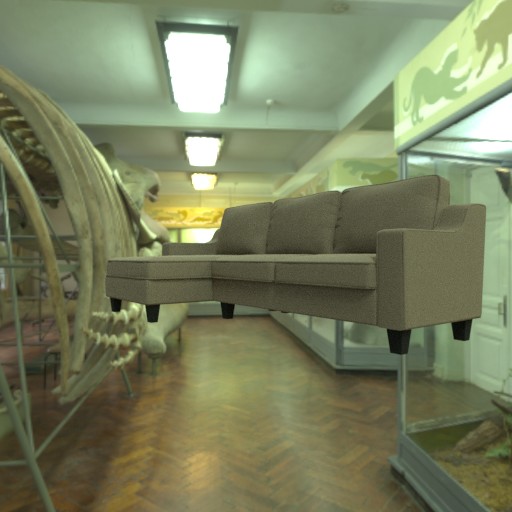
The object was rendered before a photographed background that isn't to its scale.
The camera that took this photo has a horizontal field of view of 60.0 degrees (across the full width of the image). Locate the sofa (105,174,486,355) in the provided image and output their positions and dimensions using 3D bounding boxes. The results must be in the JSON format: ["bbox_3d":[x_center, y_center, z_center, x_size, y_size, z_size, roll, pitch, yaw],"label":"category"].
[{"bbox_3d":[0.000,0.000,3.095,1.294,0.928,2.561,0,0,-37],"label":"sofa"}]
